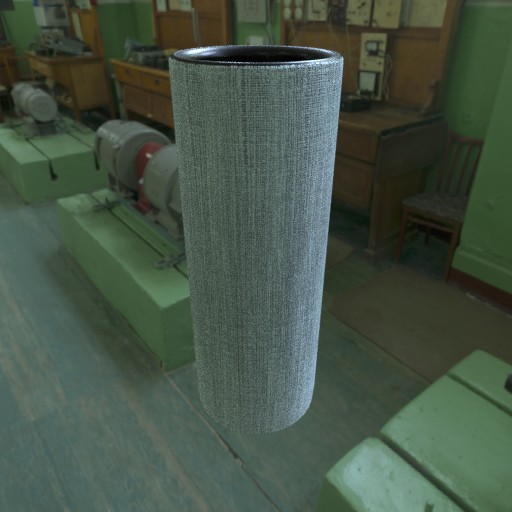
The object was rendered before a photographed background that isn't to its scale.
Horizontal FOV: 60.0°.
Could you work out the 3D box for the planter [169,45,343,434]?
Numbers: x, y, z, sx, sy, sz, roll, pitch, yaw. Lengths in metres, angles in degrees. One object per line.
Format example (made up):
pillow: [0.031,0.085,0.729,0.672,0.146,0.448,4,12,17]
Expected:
planter: [0.000,0.000,0.323,0.100,0.270,0.100,-22,37,-33]
